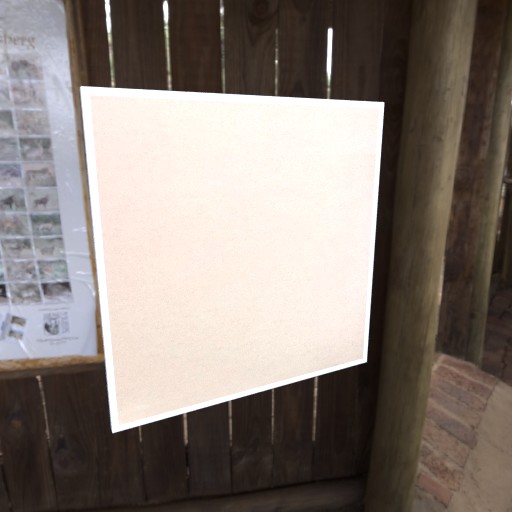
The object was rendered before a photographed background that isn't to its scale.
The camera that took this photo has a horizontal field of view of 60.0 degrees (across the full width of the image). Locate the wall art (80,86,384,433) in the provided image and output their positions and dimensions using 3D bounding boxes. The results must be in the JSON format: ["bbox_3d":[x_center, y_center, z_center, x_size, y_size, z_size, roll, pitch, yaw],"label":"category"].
[{"bbox_3d":[0.000,0.000,0.817,0.557,0.557,0.012,-7,16,-26],"label":"wall art"}]
